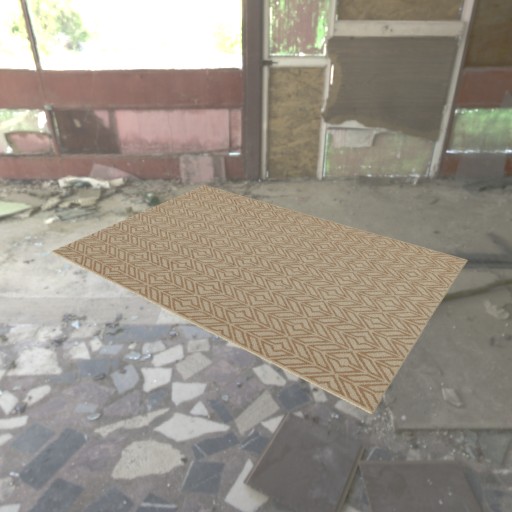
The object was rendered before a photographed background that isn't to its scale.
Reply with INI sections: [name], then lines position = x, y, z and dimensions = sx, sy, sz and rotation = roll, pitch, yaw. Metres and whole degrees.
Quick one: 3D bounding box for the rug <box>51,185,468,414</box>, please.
[rug]
position = 0.000, 0.000, 2.337
dimensions = 1.828, 0.007, 1.220
rotation = 20, 36, 31
